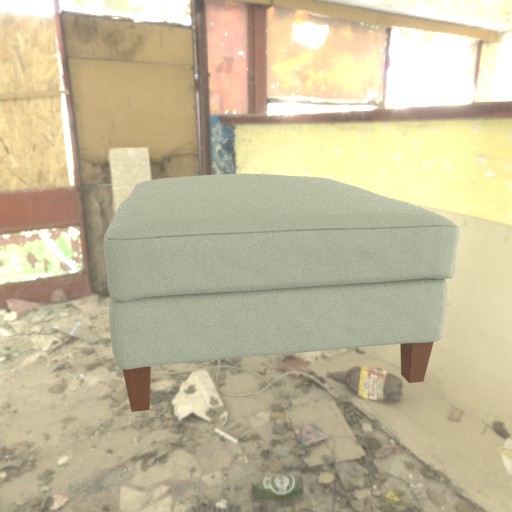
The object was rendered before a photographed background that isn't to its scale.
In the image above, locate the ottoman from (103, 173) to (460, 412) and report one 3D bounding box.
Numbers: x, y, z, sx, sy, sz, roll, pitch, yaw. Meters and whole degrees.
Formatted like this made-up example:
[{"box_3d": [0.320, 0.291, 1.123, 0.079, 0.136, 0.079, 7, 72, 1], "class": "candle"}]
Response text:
[{"box_3d": [0.000, 0.000, 1.489, 0.842, 0.494, 0.991, -3, 16, -10], "class": "ottoman"}]
